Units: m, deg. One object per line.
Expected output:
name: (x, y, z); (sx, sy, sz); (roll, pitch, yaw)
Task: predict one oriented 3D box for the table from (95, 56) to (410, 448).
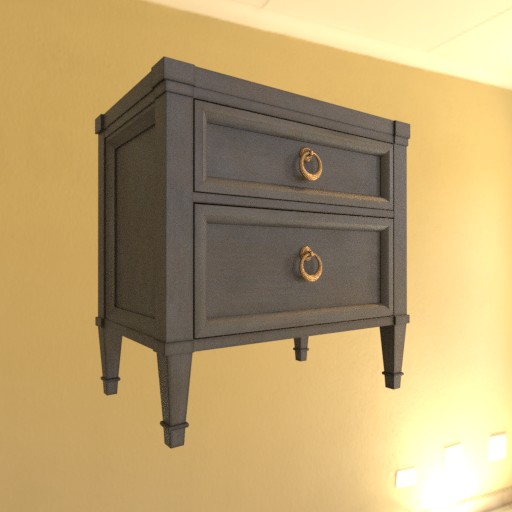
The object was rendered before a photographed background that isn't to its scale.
table: (0.000, 0.000, 1.088); (0.660, 0.660, 0.413); (0, 0, -35)
